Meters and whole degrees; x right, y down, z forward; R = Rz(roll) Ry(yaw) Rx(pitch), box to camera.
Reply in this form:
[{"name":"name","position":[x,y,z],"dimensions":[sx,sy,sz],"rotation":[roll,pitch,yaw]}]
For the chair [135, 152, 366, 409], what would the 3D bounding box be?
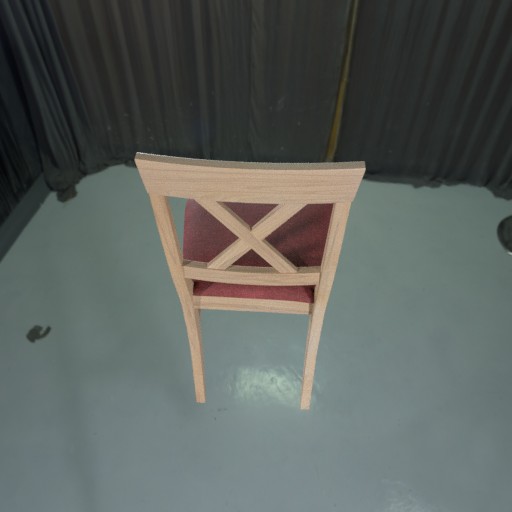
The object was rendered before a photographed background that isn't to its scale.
[{"name":"chair","position":[0.000,0.000,1.192],"dimensions":[0.439,0.912,0.492],"rotation":[3,46,3]}]
